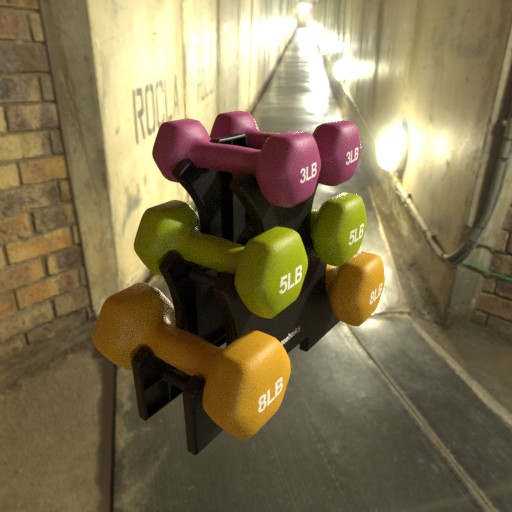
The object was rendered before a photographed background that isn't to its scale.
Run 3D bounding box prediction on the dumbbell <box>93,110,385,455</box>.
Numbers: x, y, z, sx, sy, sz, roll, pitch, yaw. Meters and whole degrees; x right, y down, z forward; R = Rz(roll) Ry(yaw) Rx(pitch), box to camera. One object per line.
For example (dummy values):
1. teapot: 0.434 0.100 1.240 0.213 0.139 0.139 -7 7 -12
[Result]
1. dumbbell: 0.000 0.000 0.463 0.190 0.271 0.300 18 30 33
